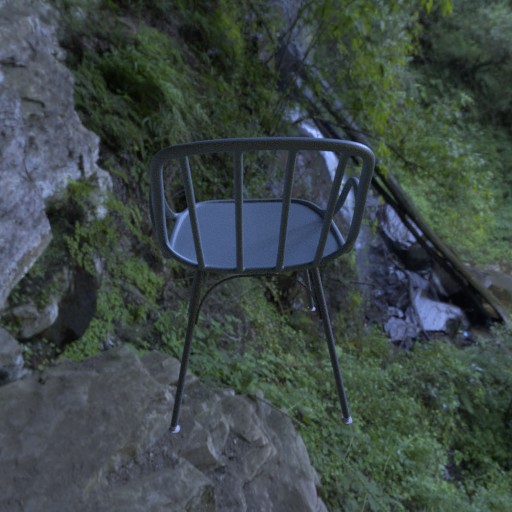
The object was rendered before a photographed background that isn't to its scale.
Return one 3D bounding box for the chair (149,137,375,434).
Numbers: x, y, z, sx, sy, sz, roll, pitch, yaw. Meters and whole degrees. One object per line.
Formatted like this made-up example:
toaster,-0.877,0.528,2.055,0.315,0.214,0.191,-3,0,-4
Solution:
chair,0.000,0.000,1.236,0.549,0.816,0.597,-2,30,-3
